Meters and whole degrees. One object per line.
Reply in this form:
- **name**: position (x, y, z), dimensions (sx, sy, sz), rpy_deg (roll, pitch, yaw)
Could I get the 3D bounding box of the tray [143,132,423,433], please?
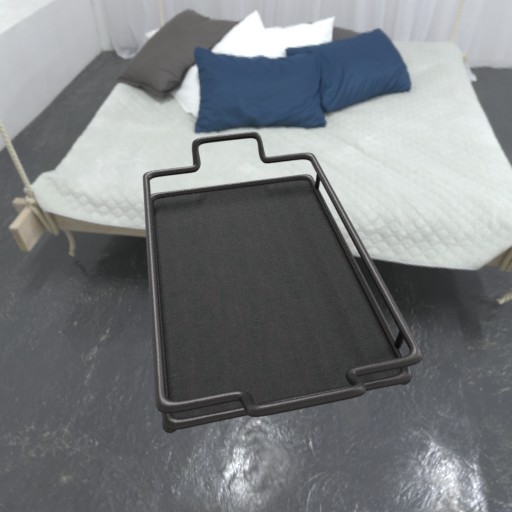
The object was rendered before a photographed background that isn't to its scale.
- **tray**: position (0.000, 0.000, 0.620), dimensions (0.297, 0.101, 0.495), rpy_deg (-9, 46, -8)
